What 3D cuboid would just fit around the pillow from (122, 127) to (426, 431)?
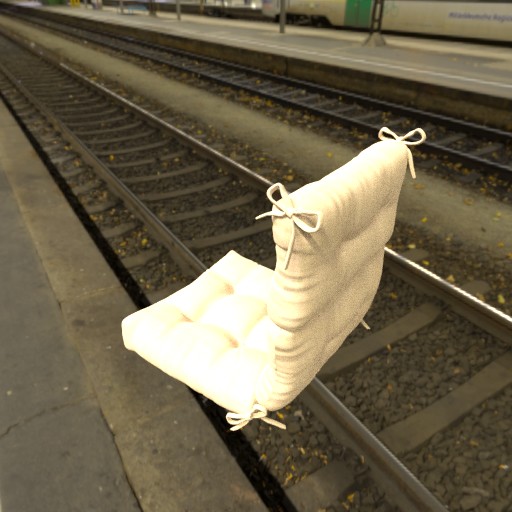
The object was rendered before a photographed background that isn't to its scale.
[{"bbox_3d":[0.000,0.000,1.077,0.571,0.605,0.519,21,37,30],"label":"pillow"}]
